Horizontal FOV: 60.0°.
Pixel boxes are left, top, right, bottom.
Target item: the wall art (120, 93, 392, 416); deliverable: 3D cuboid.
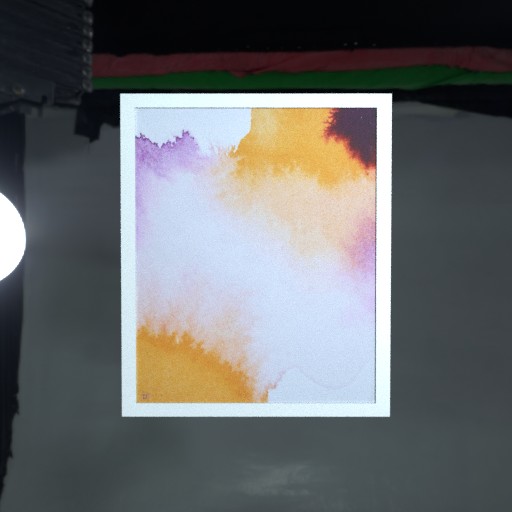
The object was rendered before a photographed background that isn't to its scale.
[{"bbox_3d":[0.000,0.000,0.633,0.382,0.456,0.013,0,1,0],"label":"wall art"}]
